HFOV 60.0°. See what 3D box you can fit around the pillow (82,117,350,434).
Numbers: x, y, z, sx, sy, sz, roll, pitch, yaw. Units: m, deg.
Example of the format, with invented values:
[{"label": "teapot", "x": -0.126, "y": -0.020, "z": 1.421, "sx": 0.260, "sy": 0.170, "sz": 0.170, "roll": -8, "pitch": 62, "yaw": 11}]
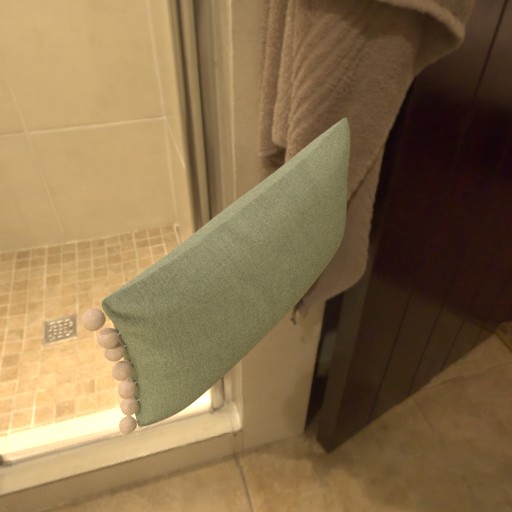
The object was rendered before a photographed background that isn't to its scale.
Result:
[{"label": "pillow", "x": 0.000, "y": 0.000, "z": 0.843, "sx": 0.201, "sy": 0.322, "sz": 0.709, "roll": 26, "pitch": 47, "yaw": 27}]
